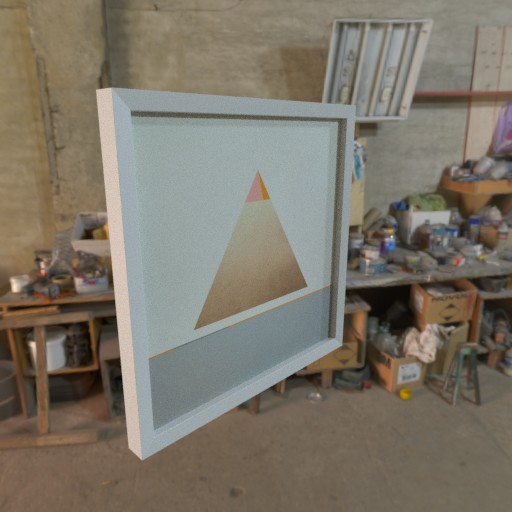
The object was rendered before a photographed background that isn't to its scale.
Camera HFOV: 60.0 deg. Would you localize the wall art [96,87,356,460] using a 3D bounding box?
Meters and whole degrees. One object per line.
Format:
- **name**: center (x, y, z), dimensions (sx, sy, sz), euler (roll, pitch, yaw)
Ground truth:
- **wall art**: center (0.000, 0.000, 1.934), dimensions (0.098, 1.291, 1.289), euler (15, 22, 43)
